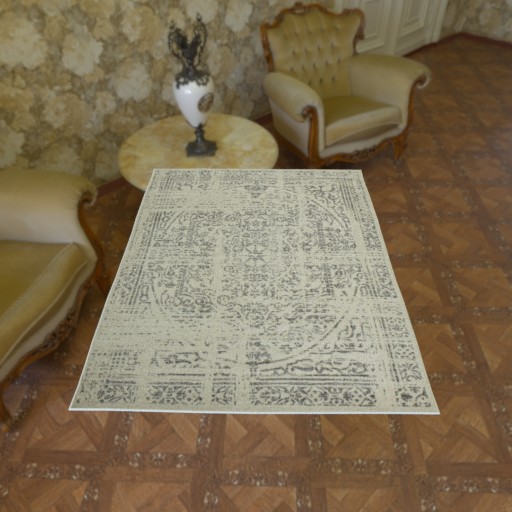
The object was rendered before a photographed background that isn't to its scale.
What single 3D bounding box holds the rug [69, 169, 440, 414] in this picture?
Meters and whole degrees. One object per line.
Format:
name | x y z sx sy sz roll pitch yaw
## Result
rug | 0.000 0.000 3.824 2.311 0.032 2.921 0 41 0
